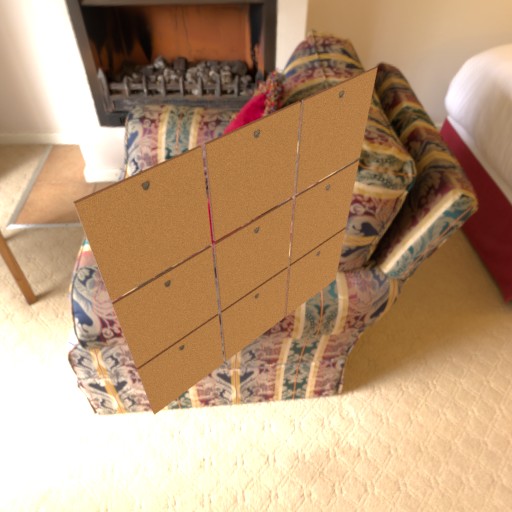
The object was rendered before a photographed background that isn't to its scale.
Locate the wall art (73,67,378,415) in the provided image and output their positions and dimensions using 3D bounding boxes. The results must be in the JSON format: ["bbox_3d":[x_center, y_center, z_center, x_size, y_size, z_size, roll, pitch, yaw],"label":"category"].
[{"bbox_3d":[0.000,0.000,2.305,1.533,1.532,0.019,-32,54,-27],"label":"wall art"}]
